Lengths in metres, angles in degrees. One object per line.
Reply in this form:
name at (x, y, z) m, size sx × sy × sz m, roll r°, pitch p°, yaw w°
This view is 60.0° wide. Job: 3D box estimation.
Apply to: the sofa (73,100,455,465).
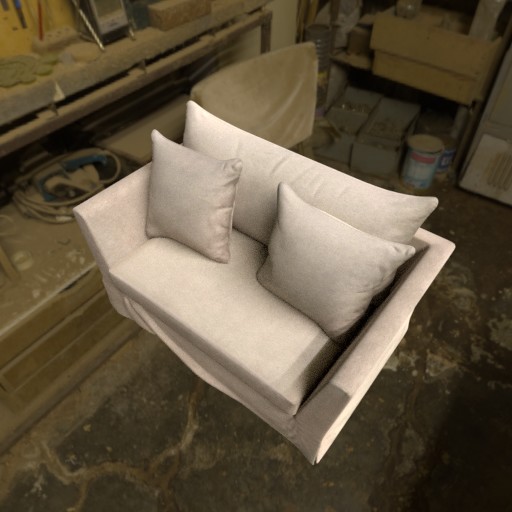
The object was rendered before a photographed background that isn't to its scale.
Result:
sofa at (0.000, 0.000, 2.284) m, size 1.608 × 1.040 × 1.035 m, roll 30°, pitch 53°, yaw 26°
